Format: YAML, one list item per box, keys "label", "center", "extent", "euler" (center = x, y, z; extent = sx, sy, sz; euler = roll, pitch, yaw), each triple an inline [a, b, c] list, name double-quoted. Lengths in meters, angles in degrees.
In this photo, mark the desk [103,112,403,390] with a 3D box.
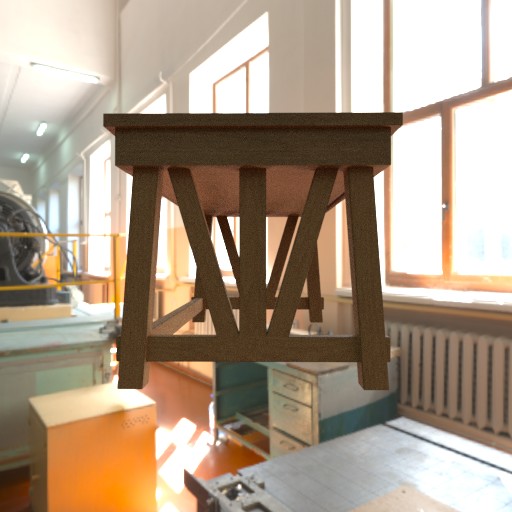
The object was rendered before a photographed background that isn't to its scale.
- label: "desk"
  center: [0.000, 0.000, 1.947]
  extent: [0.813, 0.762, 1.499]
  euler: [0, -1, 1]
